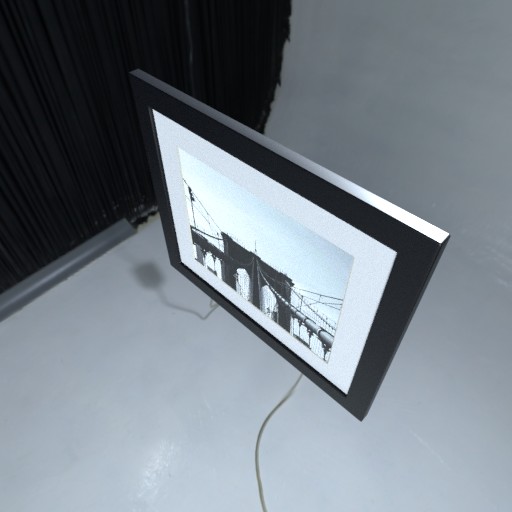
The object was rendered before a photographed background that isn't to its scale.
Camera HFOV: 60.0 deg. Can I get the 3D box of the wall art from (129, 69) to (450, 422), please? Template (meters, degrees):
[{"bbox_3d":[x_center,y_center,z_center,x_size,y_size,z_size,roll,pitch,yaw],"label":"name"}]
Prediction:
[{"bbox_3d":[0.000,0.000,0.726,0.521,0.450,0.018,35,57,27],"label":"wall art"}]
